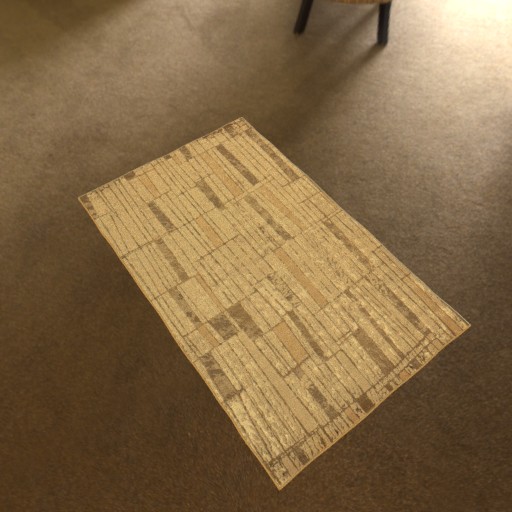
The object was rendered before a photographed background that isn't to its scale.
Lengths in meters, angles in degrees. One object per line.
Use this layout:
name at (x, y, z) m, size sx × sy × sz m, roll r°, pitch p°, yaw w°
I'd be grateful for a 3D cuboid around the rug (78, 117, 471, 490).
rug at (0.000, 0.000, 3.048) m, size 1.531 × 0.023 × 2.444 m, roll -32°, pitch 62°, yaw -19°
